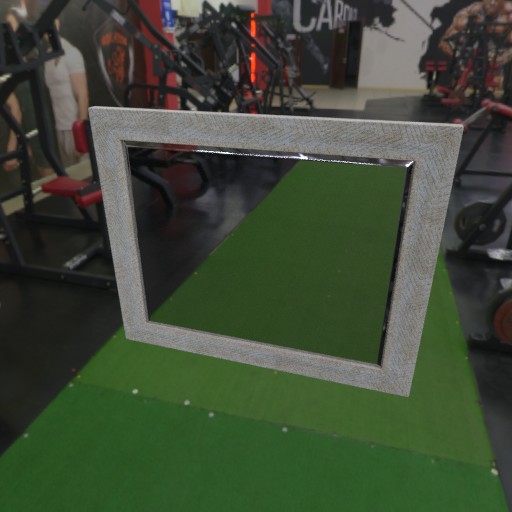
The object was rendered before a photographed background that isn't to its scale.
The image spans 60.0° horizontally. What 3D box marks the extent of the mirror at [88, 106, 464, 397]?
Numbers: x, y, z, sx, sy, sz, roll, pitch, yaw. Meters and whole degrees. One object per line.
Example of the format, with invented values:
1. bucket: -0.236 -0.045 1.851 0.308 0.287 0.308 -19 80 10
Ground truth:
1. mirror: 0.000 0.000 1.120 0.839 0.689 0.028 8 28 15
